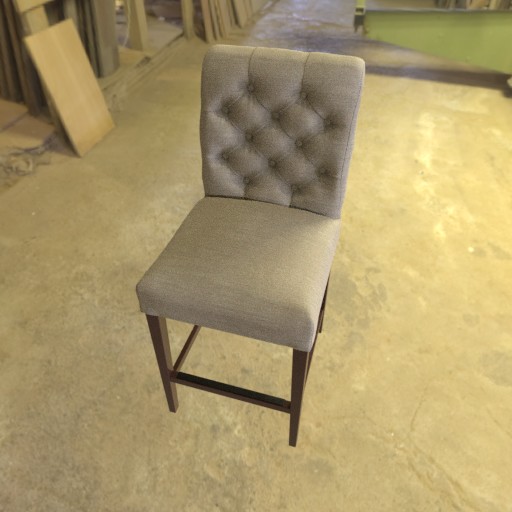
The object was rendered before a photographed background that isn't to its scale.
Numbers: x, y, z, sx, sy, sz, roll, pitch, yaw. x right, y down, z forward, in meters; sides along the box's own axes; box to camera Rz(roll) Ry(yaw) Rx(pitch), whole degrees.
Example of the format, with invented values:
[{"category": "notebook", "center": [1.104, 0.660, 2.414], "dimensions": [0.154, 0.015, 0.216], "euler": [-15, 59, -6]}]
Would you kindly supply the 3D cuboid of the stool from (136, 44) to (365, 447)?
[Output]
[{"category": "stool", "center": [0.000, 0.000, 1.415], "dimensions": [0.486, 1.084, 0.660], "euler": [11, 43, 12]}]
